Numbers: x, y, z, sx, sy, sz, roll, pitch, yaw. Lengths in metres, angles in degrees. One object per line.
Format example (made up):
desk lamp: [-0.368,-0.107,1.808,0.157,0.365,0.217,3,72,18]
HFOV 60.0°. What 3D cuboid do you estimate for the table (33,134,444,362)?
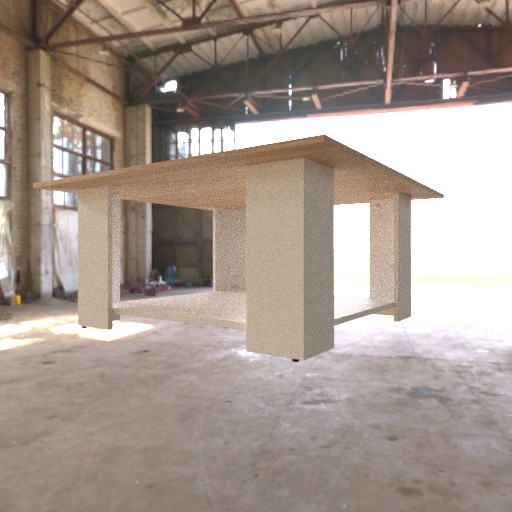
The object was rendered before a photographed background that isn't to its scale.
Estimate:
table: [0.000,0.000,1.012,0.670,0.305,0.670,0,0,35]
